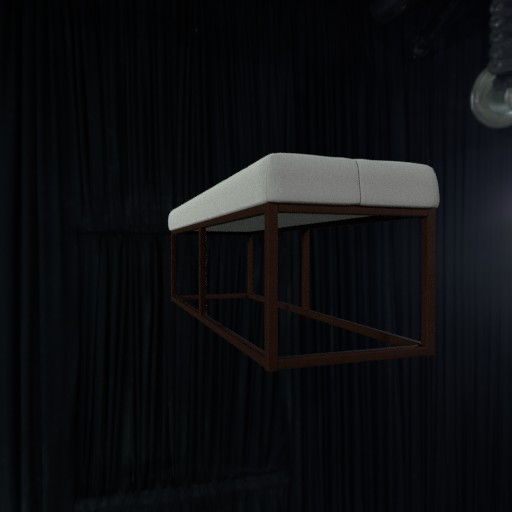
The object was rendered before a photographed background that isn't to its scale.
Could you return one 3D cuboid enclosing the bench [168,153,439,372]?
[{"bbox_3d":[0.000,0.000,1.729,0.479,0.488,1.488,0,1,-19],"label":"bench"}]
